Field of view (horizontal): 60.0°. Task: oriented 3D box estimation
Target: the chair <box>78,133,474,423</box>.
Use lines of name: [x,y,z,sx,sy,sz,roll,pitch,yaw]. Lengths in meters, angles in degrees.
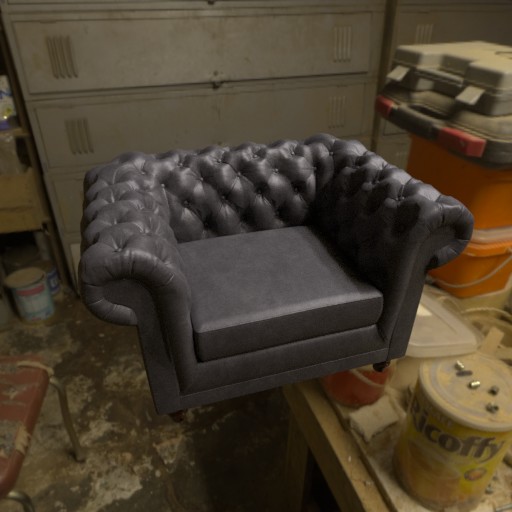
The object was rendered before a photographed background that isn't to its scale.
chair: [0.000,0.000,1.862,1.298,0.780,0.943,-9,32,-15]
